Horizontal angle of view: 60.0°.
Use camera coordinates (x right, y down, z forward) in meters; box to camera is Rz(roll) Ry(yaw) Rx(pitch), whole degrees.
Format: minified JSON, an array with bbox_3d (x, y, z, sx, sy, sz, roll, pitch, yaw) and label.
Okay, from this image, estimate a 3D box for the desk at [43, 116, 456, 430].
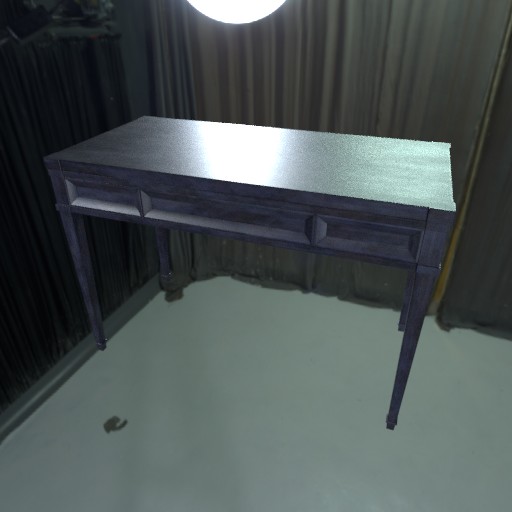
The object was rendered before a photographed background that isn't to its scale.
[{"bbox_3d":[0.000,0.000,1.770,1.289,0.861,0.630,10,32,17],"label":"desk"}]
